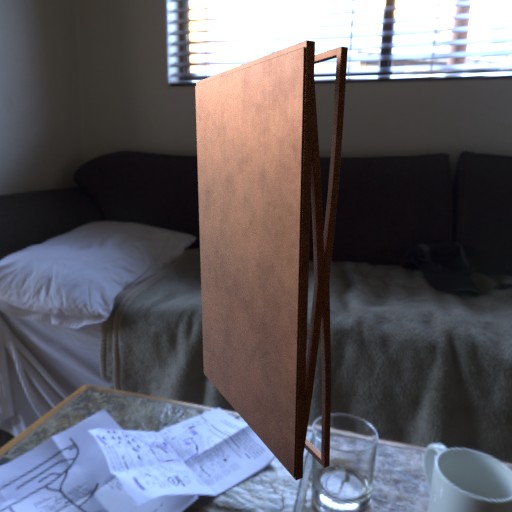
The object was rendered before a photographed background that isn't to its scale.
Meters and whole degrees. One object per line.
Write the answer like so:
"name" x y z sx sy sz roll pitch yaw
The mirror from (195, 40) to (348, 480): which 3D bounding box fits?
"mirror" 0.000 0.000 0.968 0.082 0.768 0.468 -7 15 -27
